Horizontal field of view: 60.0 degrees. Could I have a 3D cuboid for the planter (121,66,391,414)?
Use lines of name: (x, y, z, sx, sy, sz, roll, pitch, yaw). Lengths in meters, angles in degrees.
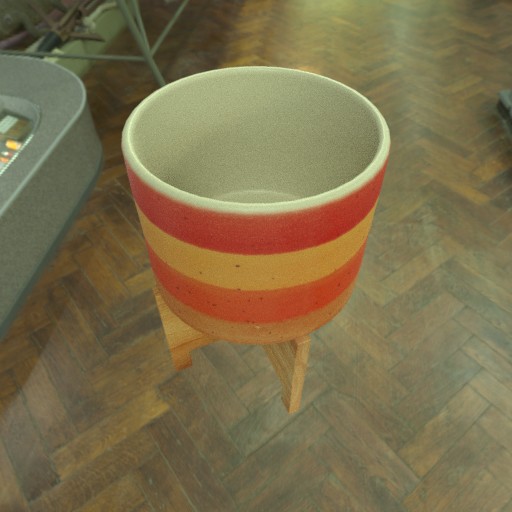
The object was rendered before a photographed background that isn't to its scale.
planter: (0.000, 0.000, 0.567, 0.269, 0.379, 0.269, 0, 47, 0)
